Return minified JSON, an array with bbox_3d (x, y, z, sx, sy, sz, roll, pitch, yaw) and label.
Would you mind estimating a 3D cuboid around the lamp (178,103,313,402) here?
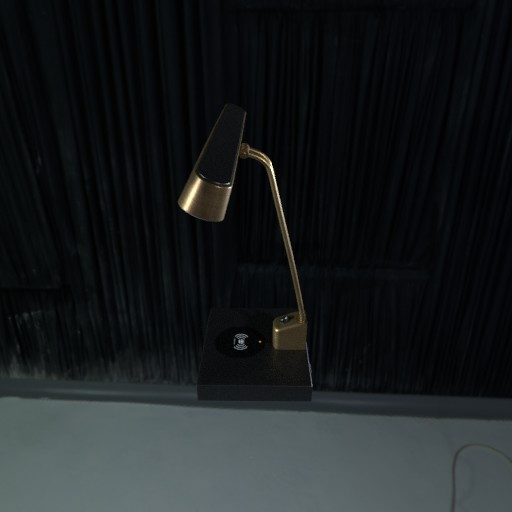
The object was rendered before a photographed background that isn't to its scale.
[{"bbox_3d":[0.000,0.000,0.603,0.156,0.345,0.412,0,27,1],"label":"lamp"}]
